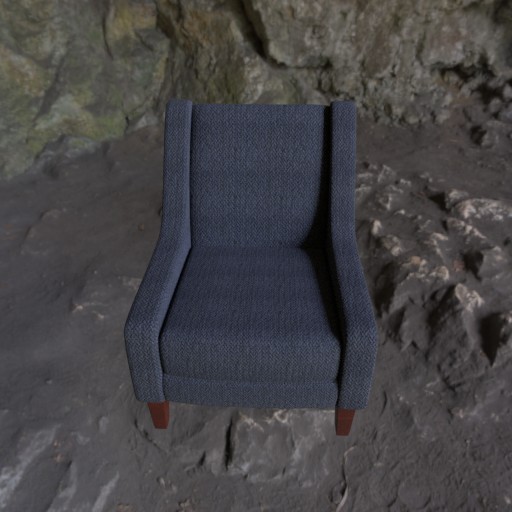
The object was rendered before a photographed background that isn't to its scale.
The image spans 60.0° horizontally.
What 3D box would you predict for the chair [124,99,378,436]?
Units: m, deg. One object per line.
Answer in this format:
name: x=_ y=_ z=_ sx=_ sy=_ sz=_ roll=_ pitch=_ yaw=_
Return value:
chair: x=0.000 y=0.000 z=1.726 sx=0.793 sy=1.012 sz=0.944 roll=1 pitch=30 yaw=2
